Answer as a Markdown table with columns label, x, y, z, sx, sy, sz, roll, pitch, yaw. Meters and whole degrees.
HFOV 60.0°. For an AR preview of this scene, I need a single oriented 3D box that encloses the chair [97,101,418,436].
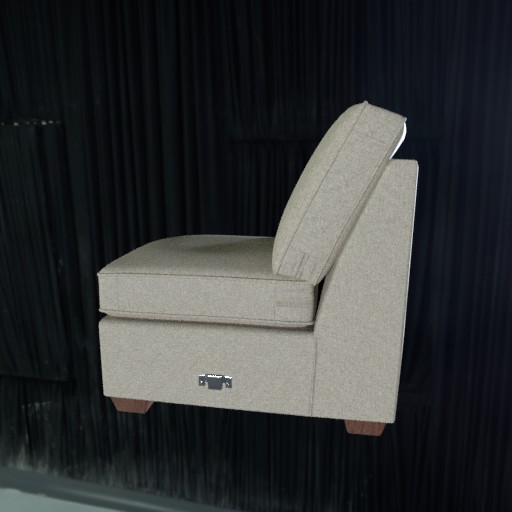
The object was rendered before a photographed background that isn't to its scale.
| label | x | y | z | sx | sy | sz | roll | pitch | yaw |
| --- | --- | --- | --- | --- | --- | --- | --- | --- | --- |
| chair | 0.000 | 0.000 | 1.695 | 1.020 | 1.058 | 0.674 | 2 | 13 | 9 |
